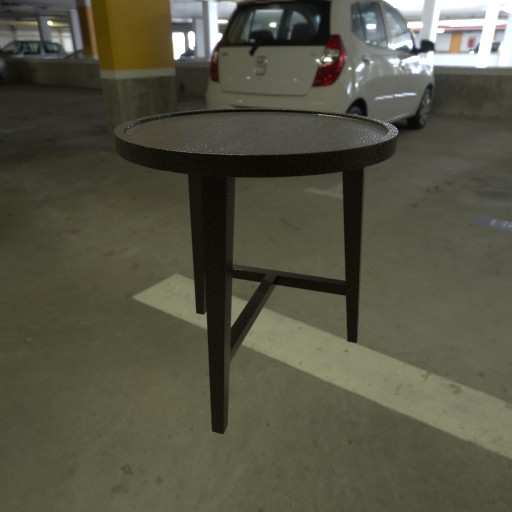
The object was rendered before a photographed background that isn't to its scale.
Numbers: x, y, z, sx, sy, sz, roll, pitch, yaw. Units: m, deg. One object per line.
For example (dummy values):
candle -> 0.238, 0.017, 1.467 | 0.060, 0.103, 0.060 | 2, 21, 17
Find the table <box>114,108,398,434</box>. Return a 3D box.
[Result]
table -> 0.000, 0.000, 0.923 | 0.500, 0.531, 0.500 | 0, 25, 0
